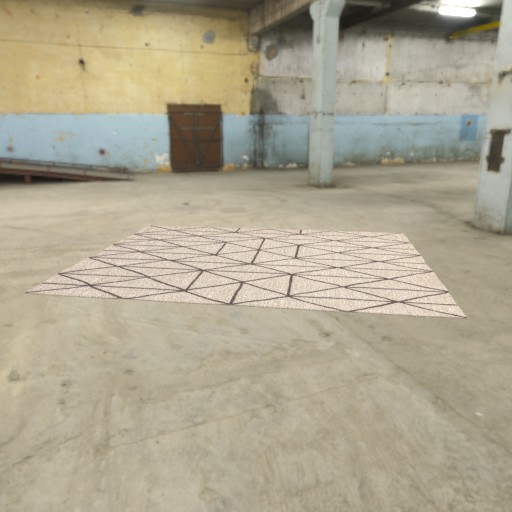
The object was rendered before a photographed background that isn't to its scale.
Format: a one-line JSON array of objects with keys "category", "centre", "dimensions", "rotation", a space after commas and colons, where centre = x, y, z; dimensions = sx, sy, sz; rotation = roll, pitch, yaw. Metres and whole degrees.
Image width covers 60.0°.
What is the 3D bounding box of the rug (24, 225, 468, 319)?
[{"category": "rug", "centre": [0.000, 0.000, 4.139], "dimensions": [3.061, 0.022, 2.468], "rotation": [2, 16, 8]}]
